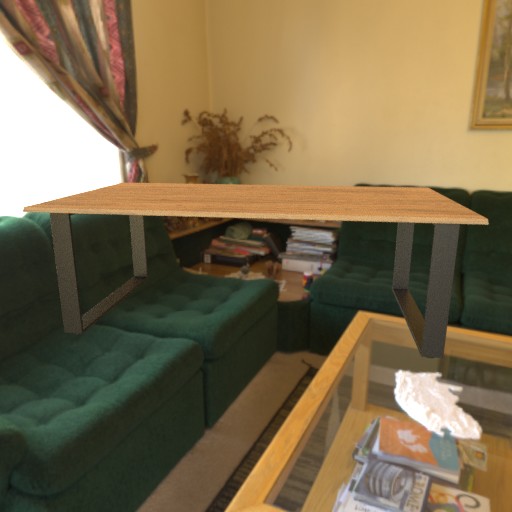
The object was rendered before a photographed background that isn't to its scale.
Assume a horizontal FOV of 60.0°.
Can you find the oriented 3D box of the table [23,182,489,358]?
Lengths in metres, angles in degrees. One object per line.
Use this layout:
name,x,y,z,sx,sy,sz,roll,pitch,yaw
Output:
table,0.000,0.000,1.638,1.331,0.445,0.693,2,16,8
